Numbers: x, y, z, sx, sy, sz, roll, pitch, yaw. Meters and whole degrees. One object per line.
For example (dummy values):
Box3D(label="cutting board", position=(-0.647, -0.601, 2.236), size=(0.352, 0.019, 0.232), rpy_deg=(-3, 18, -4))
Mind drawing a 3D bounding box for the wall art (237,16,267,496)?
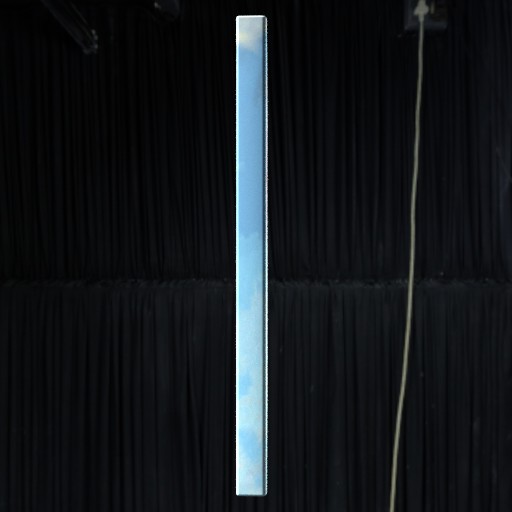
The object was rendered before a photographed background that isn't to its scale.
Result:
Box3D(label="wall art", position=(0.000, 0.000, 0.761), size=(0.038, 0.610, 0.401), rpy_deg=(0, 0, 2))
